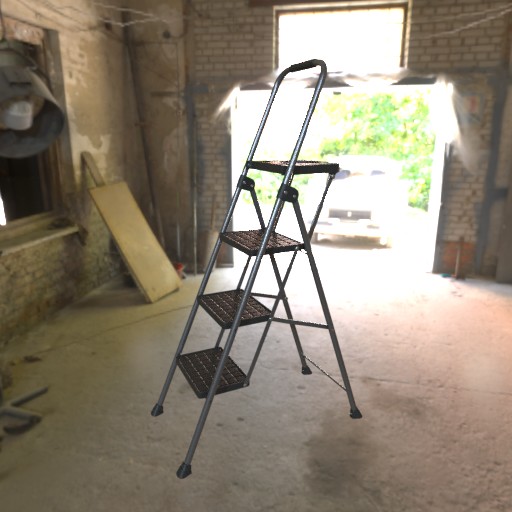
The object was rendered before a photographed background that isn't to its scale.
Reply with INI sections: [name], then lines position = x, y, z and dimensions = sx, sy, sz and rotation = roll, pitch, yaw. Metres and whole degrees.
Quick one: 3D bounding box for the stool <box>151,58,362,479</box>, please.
[stool]
position = 0.000, 0.000, 1.547
dimensions = 0.733, 1.277, 0.396
rotation = -7, 17, -25
